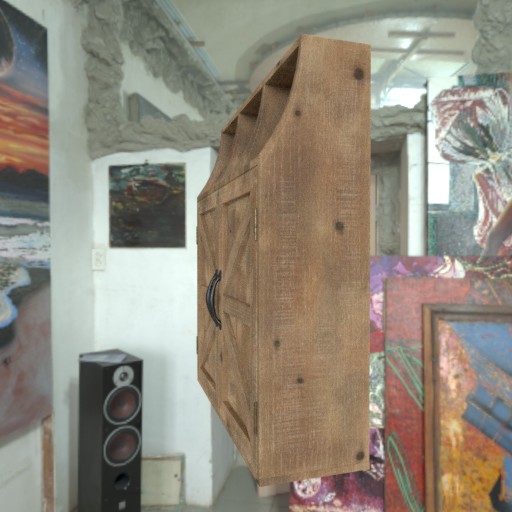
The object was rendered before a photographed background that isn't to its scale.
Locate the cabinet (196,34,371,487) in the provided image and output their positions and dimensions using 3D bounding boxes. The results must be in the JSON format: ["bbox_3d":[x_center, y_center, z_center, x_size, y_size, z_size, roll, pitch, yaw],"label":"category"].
[{"bbox_3d":[0.000,0.000,0.823,0.184,0.590,0.489,0,1,-17],"label":"cabinet"}]
